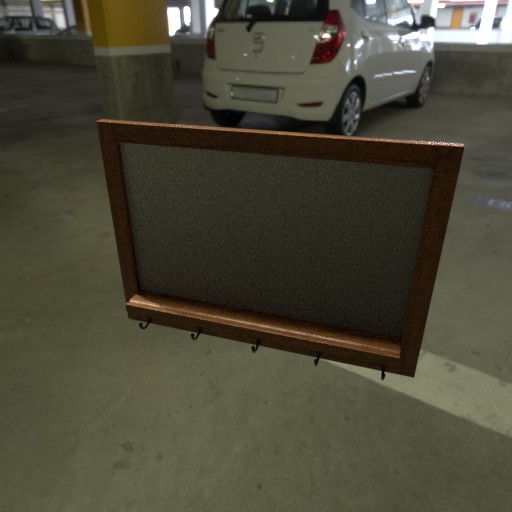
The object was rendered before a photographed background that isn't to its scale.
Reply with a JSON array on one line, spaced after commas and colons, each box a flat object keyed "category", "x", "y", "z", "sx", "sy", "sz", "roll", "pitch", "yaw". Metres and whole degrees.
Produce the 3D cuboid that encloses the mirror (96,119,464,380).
[{"category": "mirror", "x": 0.000, "y": 0.000, "z": 0.990, "sx": 0.758, "sy": 0.537, "sz": 0.084, "roll": 9, "pitch": 29, "yaw": 16}]
